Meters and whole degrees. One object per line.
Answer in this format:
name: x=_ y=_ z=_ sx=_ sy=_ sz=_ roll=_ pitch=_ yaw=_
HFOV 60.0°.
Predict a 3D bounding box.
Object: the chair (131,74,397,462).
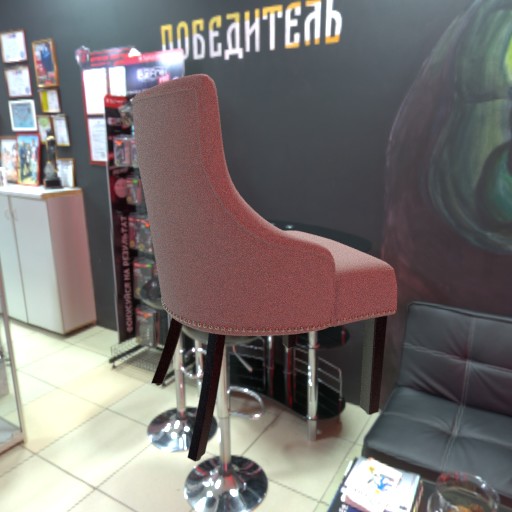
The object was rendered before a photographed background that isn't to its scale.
chair: x=0.000 y=0.000 z=1.291 sx=0.629 sy=0.909 sz=0.566 roll=-7 pitch=17 yaw=-25
